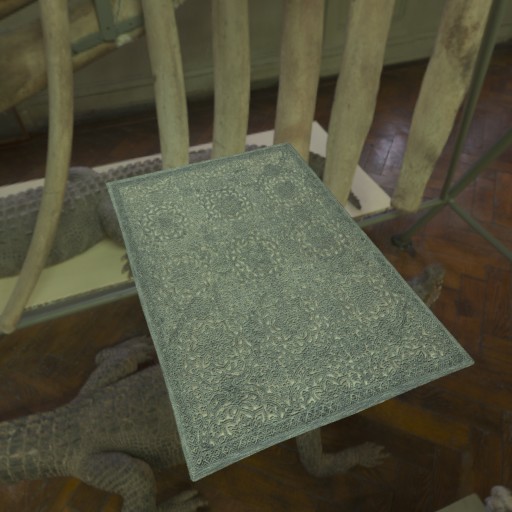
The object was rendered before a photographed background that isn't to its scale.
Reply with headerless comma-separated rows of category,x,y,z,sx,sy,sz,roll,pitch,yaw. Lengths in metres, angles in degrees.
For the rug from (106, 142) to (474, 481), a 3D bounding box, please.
rug,0.000,0.000,2.266,1.224,0.016,1.830,-16,48,-15
